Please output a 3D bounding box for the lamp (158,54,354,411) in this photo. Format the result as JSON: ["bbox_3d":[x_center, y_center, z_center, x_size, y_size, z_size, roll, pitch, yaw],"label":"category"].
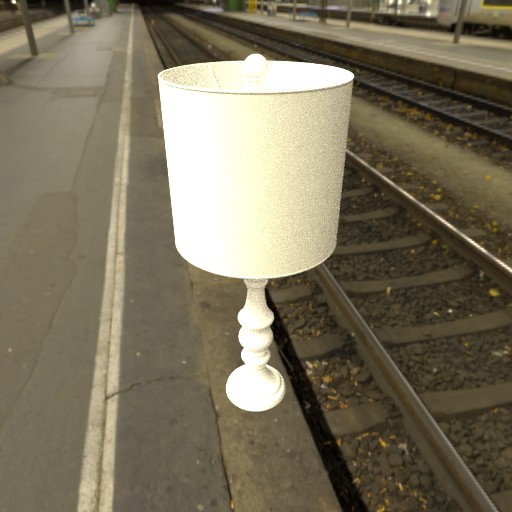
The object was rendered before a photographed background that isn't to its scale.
[{"bbox_3d":[0.000,0.000,0.716,0.250,0.597,0.250,-19,36,-29],"label":"lamp"}]
